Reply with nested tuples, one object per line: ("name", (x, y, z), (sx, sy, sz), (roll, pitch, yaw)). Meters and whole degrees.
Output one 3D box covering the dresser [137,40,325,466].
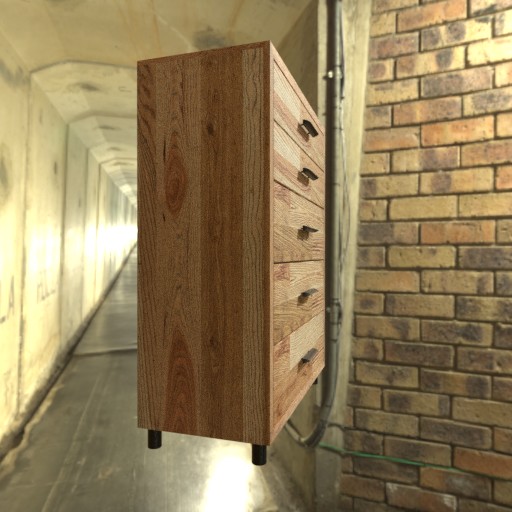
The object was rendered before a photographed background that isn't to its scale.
("dresser", (0.000, 0.000, 1.795), (0.480, 1.243, 0.966), (0, 0, 18))
